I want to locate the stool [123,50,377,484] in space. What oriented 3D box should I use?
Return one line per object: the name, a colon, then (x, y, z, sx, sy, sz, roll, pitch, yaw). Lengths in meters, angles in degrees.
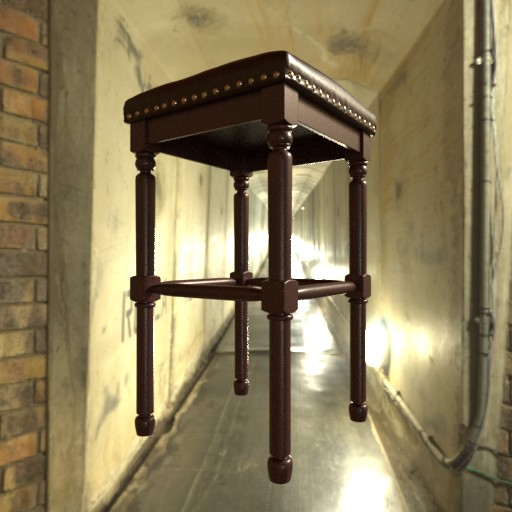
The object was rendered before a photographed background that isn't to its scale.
stool: (0.000, 0.000, 0.916, 0.382, 0.702, 0.383, 0, 0, 35)
